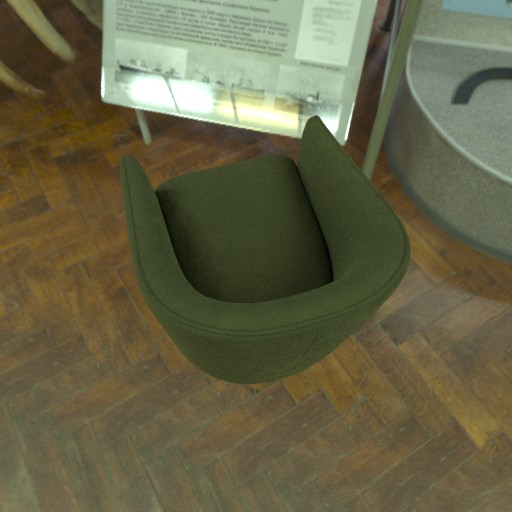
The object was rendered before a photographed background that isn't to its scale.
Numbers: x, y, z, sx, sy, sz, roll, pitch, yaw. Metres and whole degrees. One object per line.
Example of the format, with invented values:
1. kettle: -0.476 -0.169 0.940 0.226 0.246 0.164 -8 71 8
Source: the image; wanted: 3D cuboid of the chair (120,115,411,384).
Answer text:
1. chair: 0.000 0.000 1.472 0.747 0.799 0.875 -15 59 -9
